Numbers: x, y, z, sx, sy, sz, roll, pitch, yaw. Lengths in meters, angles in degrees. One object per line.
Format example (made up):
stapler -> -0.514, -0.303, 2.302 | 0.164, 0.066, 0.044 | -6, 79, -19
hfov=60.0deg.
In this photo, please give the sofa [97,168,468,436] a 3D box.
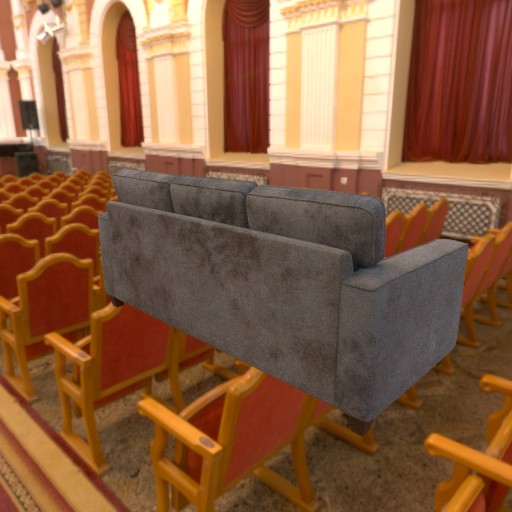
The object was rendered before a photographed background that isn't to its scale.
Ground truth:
sofa -> 0.000, 0.000, 2.650 | 2.133, 0.965, 0.939 | 15, 21, 42
